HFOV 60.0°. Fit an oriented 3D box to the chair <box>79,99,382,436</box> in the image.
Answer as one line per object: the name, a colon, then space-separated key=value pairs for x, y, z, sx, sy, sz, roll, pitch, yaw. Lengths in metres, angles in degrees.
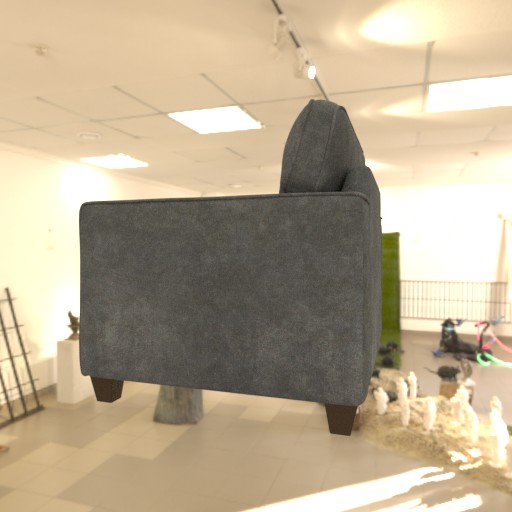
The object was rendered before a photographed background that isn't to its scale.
chair: x=0.000 y=0.000 z=1.772 sx=0.939 sy=0.965 sz=1.015 roll=0 pitch=2 yaw=18
